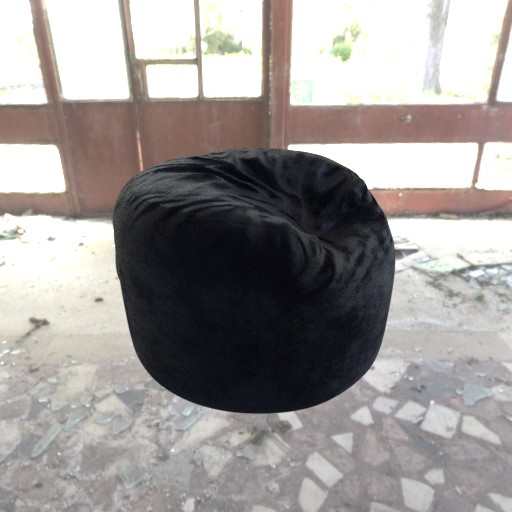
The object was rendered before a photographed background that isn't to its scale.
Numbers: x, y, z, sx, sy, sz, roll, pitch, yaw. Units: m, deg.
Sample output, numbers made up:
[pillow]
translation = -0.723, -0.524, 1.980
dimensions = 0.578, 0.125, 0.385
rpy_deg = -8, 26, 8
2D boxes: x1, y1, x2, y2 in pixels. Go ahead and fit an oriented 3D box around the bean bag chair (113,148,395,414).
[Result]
[bean bag chair]
translation = 0.000, 0.000, 1.517
dimensions = 0.918, 0.616, 0.918
rpy_deg = 0, 26, 0
